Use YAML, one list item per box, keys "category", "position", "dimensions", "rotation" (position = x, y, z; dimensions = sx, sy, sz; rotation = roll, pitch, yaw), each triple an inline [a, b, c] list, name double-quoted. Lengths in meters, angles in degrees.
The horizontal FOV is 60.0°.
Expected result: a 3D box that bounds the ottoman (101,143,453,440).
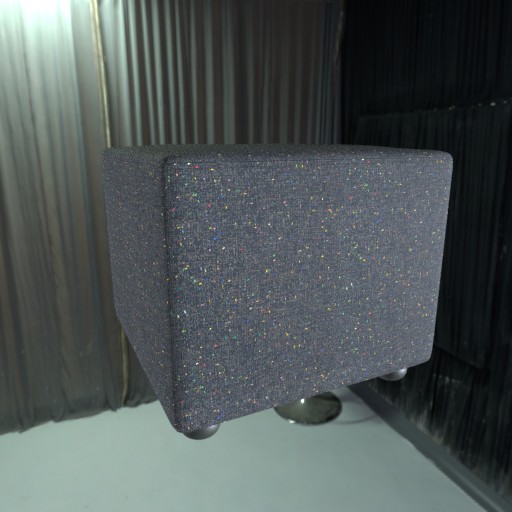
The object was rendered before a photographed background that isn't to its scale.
- category: "ottoman"
  position: [0.000, 0.000, 0.882]
  dimensions: [0.508, 0.432, 0.508]
  rotation: [-7, 16, -25]
